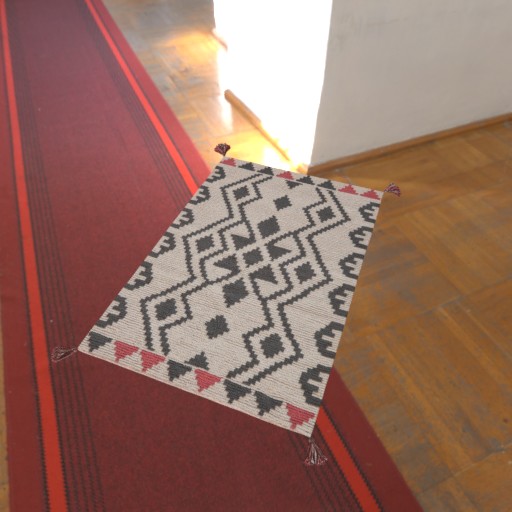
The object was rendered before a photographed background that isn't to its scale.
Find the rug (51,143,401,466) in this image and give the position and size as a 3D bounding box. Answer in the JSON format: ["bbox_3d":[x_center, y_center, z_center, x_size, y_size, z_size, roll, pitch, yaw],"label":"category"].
[{"bbox_3d":[0.000,0.000,2.647,1.444,0.067,2.069,16,49,14],"label":"rug"}]
